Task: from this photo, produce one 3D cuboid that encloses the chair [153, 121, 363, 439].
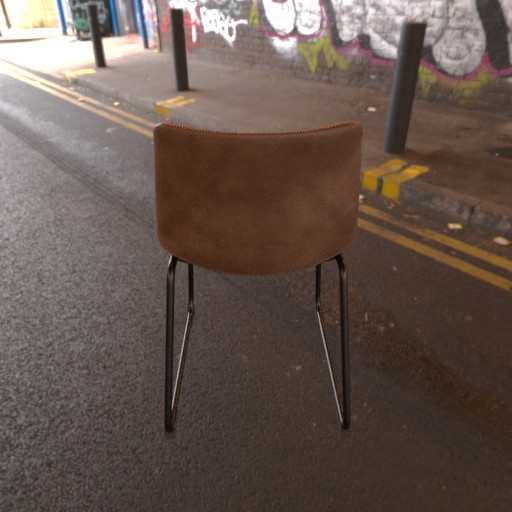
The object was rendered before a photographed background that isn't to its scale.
[{"bbox_3d":[0.000,0.000,1.106,0.460,0.780,0.551,-1,31,-1],"label":"chair"}]
